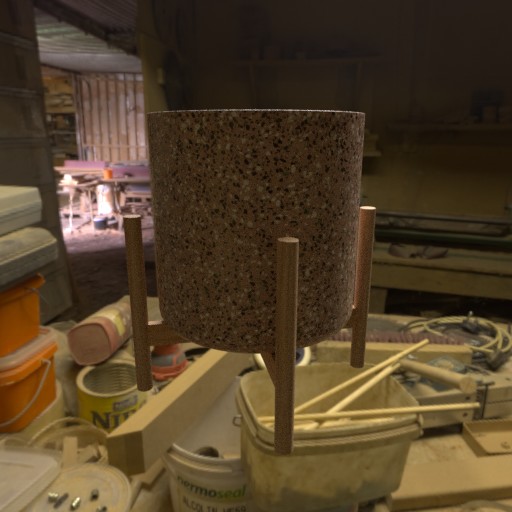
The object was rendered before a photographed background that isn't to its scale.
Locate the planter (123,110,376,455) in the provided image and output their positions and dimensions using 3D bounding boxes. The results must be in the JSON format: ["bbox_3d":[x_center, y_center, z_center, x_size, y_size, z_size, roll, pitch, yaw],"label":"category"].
[{"bbox_3d":[0.000,0.000,0.689,0.360,0.419,0.360,3,16,11],"label":"planter"}]
